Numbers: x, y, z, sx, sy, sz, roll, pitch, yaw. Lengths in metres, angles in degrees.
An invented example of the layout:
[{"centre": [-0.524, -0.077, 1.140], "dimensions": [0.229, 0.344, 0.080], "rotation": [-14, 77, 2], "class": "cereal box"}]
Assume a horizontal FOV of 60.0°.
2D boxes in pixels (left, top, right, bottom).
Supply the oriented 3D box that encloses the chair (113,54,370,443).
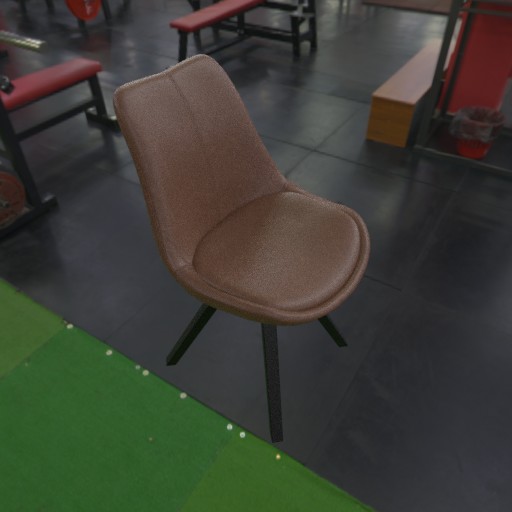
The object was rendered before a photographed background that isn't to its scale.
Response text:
[{"centre": [0.000, 0.000, 1.157], "dimensions": [0.550, 0.850, 0.475], "rotation": [25, 48, 26], "class": "chair"}]
